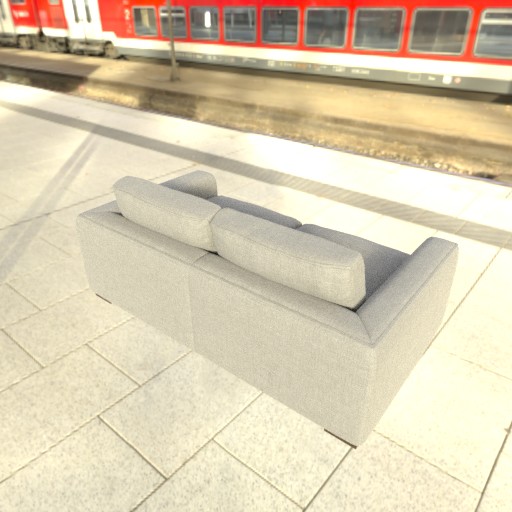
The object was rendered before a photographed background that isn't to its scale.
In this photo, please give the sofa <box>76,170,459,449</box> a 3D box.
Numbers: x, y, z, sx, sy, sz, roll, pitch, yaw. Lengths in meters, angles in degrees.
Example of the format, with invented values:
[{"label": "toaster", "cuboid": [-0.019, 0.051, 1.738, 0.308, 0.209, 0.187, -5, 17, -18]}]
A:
[{"label": "sofa", "cuboid": [0.000, 0.000, 2.513, 1.920, 0.800, 1.069, 21, 36, 32]}]
